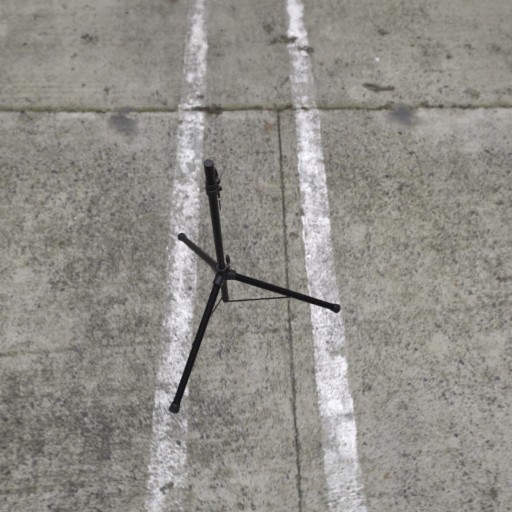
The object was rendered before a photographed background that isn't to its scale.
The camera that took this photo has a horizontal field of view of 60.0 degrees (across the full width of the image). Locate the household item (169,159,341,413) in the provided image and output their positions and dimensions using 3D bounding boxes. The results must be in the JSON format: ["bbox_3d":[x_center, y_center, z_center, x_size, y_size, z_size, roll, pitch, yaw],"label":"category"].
[{"bbox_3d":[0.000,0.000,1.918,0.907,1.136,1.045,-1,57,-1],"label":"household item"}]
